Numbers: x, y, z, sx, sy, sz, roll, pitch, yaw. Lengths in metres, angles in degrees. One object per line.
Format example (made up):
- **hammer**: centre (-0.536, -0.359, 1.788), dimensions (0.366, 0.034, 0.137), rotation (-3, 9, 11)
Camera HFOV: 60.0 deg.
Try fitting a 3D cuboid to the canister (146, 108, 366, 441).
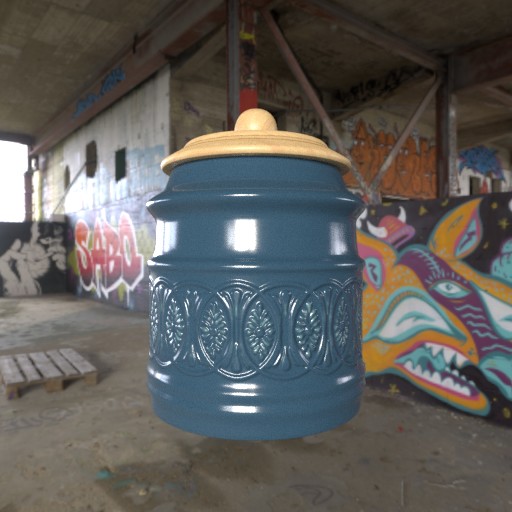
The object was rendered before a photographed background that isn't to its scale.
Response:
- **canister**: centre (0.000, 0.000, 0.269), dimensions (0.130, 0.176, 0.130), rotation (0, 1, 0)
